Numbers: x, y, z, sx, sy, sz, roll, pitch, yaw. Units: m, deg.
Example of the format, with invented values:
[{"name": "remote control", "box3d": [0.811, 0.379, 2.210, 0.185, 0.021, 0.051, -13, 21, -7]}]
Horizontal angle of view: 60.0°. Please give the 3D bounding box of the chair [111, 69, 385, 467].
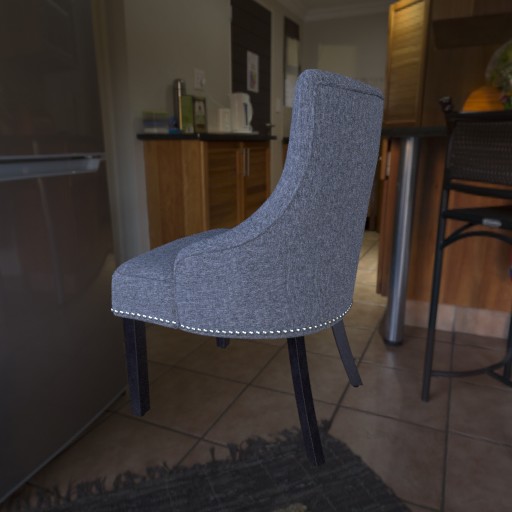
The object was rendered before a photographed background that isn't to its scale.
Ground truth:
[{"name": "chair", "box3d": [0.000, 0.000, 1.261, 0.629, 0.909, 0.566, 8, 17, 26]}]
